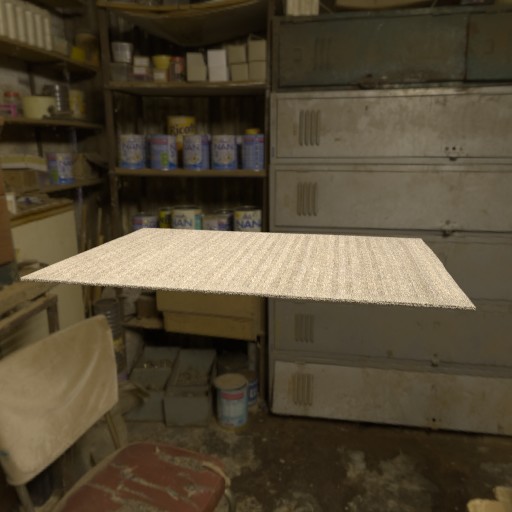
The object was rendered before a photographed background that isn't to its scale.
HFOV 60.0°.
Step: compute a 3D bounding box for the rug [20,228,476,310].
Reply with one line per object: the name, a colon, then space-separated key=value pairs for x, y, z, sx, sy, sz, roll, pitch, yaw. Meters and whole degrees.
rug: x=0.000 y=0.000 z=2.896 sx=2.297 sy=0.018 sz=1.532 roll=3 pitch=14 yaw=11
